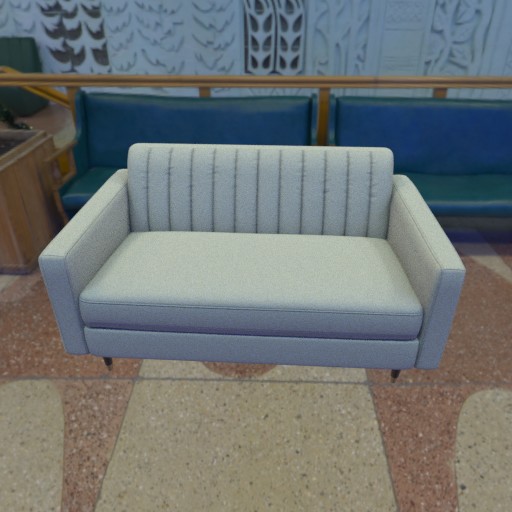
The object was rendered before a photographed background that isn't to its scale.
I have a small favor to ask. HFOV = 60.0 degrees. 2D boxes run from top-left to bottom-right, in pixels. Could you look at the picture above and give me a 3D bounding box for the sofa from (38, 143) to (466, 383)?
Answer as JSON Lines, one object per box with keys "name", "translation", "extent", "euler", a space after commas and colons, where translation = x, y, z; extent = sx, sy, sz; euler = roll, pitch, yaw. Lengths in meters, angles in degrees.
{"name": "sofa", "translation": [0.000, 0.000, 2.118], "extent": [1.585, 0.801, 0.950], "euler": [2, 31, 3]}
